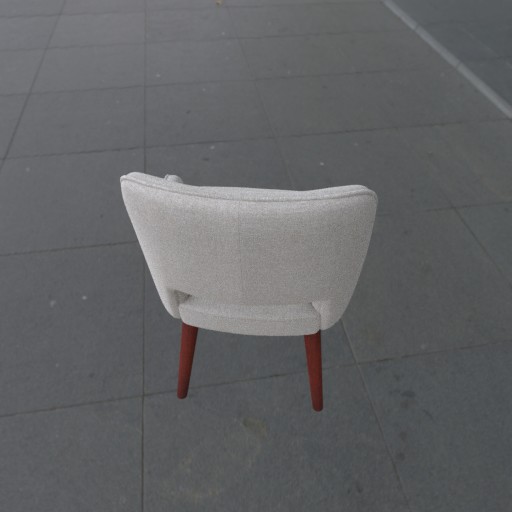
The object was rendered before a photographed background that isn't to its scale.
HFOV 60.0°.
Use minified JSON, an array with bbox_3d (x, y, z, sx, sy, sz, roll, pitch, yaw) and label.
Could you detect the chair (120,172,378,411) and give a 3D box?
[{"bbox_3d":[0.000,0.000,1.195,0.560,0.840,0.580,4,47,4],"label":"chair"}]
